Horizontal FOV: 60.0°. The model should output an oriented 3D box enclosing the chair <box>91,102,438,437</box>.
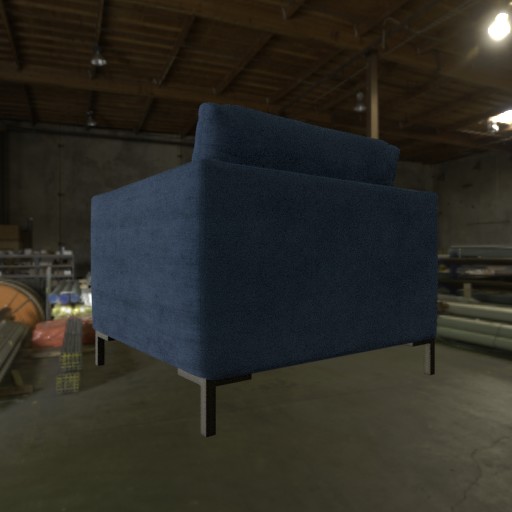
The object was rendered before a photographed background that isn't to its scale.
[{"bbox_3d":[0.000,0.000,1.598,0.964,0.812,0.875,0,0,-36],"label":"chair"}]
